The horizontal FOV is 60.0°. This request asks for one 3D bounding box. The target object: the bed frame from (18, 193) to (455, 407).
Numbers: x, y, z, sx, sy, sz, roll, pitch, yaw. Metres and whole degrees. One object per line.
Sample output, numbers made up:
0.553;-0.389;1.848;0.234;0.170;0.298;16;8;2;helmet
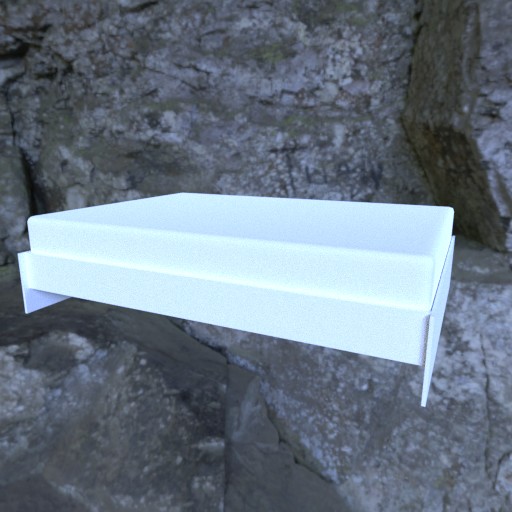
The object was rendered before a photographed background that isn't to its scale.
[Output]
0.000;0.000;2.449;1.945;0.497;1.445;7;15;25;bed frame
